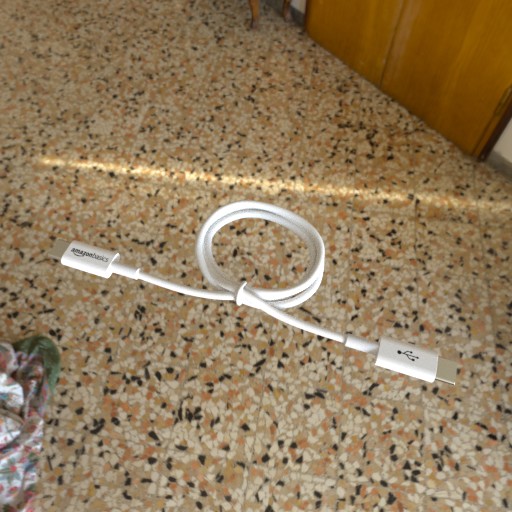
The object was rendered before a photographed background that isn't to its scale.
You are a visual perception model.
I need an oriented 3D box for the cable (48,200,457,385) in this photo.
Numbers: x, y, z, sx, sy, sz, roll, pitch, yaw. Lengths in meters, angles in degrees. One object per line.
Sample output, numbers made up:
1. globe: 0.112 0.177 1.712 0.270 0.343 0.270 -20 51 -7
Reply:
1. cable: 0.000 0.000 0.223 0.203 0.014 0.070 16 59 10
